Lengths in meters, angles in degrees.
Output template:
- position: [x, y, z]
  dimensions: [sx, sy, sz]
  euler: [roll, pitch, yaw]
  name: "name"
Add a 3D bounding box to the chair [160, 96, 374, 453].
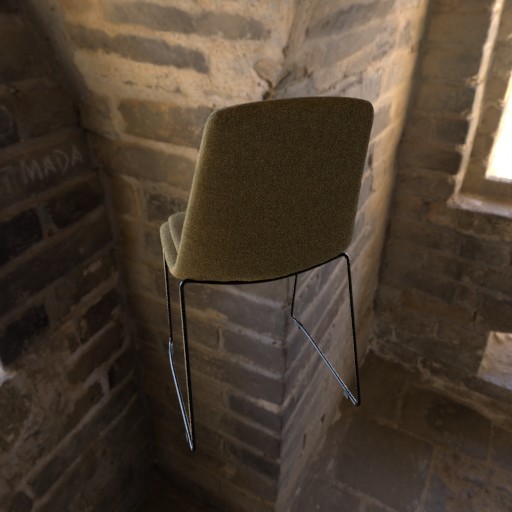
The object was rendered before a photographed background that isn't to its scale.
- position: [0.000, 0.000, 1.140]
  dimensions: [0.479, 0.849, 0.496]
  euler: [-9, 30, -16]
  name: "chair"
